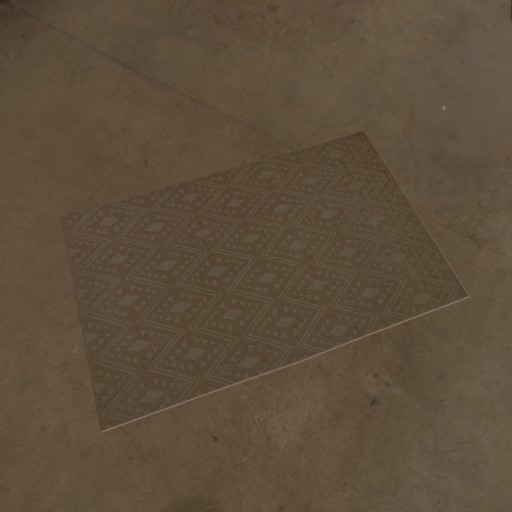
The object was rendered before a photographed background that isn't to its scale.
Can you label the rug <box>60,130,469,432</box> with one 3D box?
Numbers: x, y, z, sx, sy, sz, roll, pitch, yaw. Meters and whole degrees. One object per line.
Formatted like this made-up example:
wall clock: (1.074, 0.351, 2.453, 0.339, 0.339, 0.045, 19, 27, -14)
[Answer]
rug: (0.000, 0.000, 3.045, 2.430, 0.053, 1.553, -18, 64, -9)
